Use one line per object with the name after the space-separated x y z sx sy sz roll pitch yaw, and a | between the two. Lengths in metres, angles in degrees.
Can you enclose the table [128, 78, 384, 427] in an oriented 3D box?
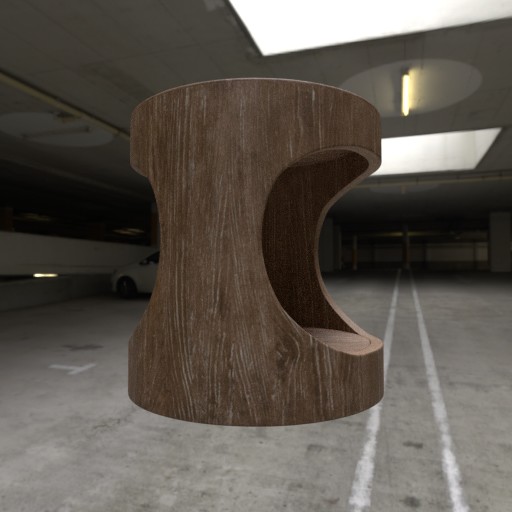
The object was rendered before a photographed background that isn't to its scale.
0.000 0.000 0.960 0.527 0.551 0.527 0 -2 0 | table
